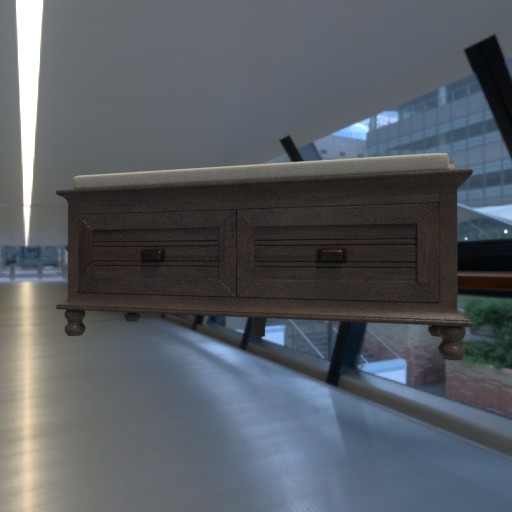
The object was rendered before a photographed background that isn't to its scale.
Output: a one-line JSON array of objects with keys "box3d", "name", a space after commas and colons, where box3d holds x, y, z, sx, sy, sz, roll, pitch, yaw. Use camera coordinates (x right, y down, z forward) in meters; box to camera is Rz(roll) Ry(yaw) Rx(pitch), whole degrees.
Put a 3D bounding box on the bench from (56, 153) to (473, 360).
[{"box3d": [0.000, 0.000, 1.401, 1.185, 0.501, 0.402, 0, 0, 17], "name": "bench"}]
